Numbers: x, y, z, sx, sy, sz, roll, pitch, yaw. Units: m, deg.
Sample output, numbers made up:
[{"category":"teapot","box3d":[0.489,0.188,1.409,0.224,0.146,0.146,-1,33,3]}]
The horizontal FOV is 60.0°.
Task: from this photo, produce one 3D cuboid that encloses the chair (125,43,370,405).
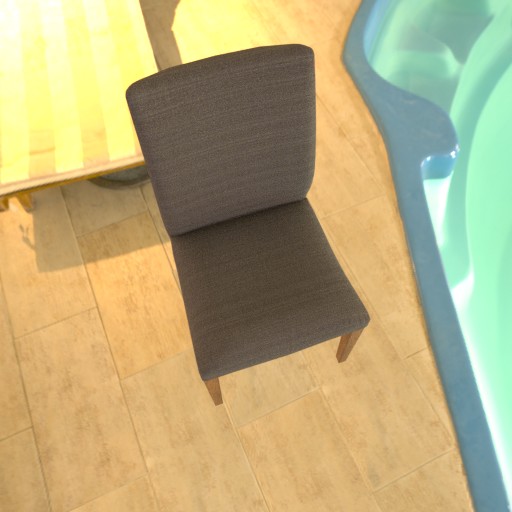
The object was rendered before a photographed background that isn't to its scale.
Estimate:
[{"category":"chair","box3d":[0.000,0.000,1.282,0.496,0.940,0.585,-17,65,-8]}]
